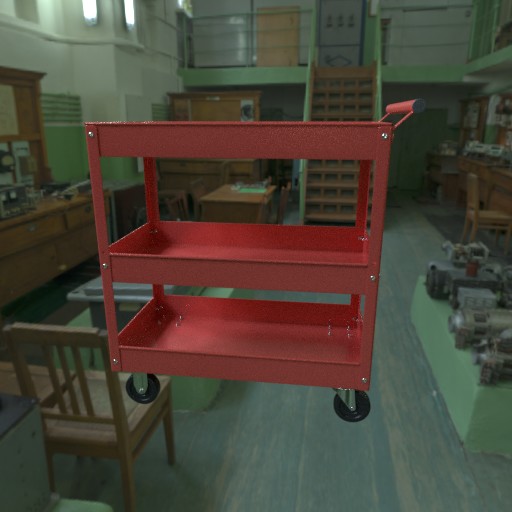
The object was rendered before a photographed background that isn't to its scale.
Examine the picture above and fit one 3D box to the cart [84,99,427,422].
[{"bbox_3d":[0.000,0.000,1.192,0.719,0.780,0.366,2,17,7],"label":"cart"}]
